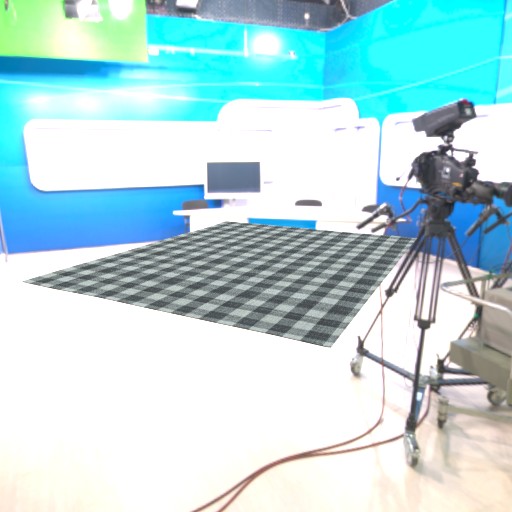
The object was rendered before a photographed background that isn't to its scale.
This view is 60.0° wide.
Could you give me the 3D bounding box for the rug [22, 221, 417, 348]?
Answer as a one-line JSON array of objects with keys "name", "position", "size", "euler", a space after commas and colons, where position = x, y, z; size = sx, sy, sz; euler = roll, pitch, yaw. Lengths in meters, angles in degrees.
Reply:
[{"name": "rug", "position": [0.000, 0.000, 4.117], "size": [2.432, 0.013, 3.021], "euler": [7, 16, 26]}]
